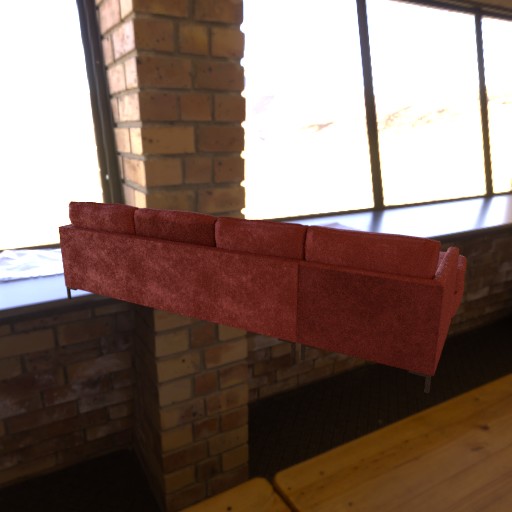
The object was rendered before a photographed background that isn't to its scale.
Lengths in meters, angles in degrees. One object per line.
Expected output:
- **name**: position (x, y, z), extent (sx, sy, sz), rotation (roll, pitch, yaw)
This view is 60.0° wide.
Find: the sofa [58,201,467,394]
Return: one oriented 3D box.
- **sofa**: position (0.000, 0.000, 4.026), extent (3.400, 0.967, 1.500), rotation (9, 18, 28)
